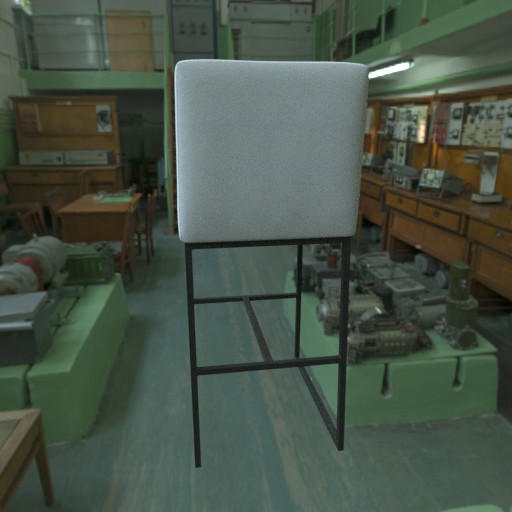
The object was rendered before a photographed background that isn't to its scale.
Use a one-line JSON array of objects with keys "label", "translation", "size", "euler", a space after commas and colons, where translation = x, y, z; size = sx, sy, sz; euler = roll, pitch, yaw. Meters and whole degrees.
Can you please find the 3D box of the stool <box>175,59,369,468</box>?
[{"label": "stool", "translation": [0.000, 0.000, 1.386], "size": [0.464, 1.061, 0.573], "euler": [-3, 17, -9]}]
